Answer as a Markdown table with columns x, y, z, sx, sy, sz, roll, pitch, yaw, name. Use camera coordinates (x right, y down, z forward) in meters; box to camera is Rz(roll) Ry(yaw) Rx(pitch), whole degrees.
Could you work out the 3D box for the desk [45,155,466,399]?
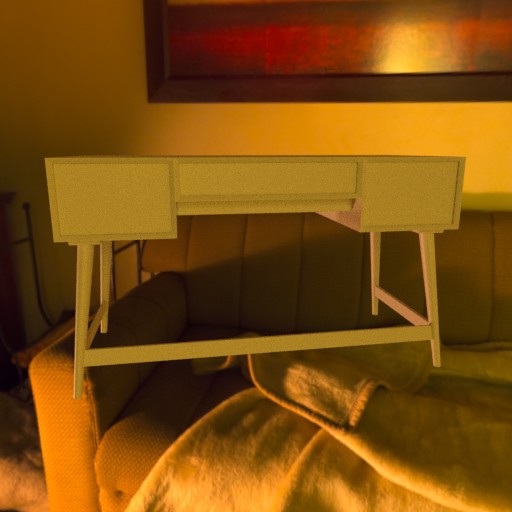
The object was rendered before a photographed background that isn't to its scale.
| x | y | z | sx | sy | sz | roll | pitch | yaw | name |
| --- | --- | --- | --- | --- | --- | --- | --- | --- | --- |
| 0.000 | 0.000 | 1.732 | 1.313 | 0.762 | 0.589 | -2 | 14 | -10 | desk |
